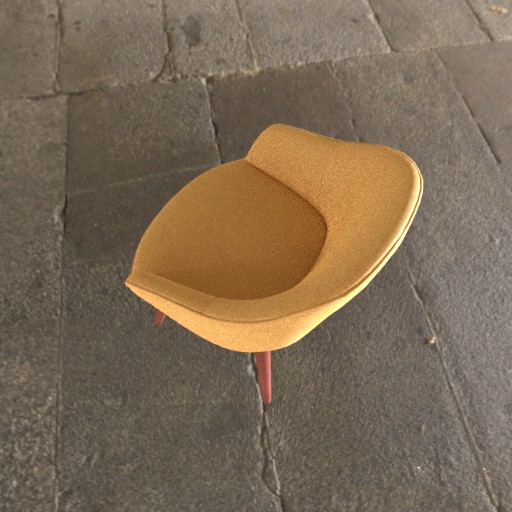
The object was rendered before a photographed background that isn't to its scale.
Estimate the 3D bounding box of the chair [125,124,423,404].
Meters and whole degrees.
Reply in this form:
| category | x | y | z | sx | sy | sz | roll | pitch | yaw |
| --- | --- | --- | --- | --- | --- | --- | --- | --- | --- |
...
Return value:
| category | x | y | z | sx | sy | sz | roll | pitch | yaw |
| --- | --- | --- | --- | --- | --- | --- | --- | --- | --- |
| chair | 0.000 | 0.000 | 1.223 | 0.635 | 0.823 | 0.596 | 32 | 66 | 16 |
